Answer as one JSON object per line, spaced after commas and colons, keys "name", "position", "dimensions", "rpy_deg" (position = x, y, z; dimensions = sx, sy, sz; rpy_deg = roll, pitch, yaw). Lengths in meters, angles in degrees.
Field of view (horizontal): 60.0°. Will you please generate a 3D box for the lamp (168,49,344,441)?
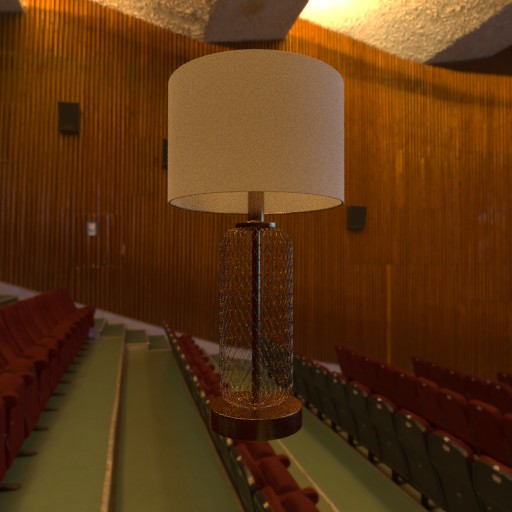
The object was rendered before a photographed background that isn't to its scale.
{"name": "lamp", "position": [0.000, 0.000, 0.644], "dimensions": [0.252, 0.483, 0.252], "rpy_deg": [0, -1, -16]}
